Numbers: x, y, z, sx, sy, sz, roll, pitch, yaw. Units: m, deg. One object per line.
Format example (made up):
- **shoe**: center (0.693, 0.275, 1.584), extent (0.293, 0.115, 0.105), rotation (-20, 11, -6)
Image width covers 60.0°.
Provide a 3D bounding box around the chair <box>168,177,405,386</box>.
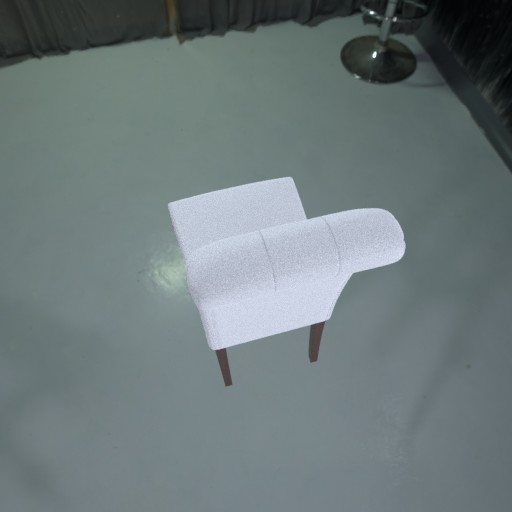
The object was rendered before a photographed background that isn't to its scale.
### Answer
- **chair**: center (0.000, 0.000, 1.350), extent (0.456, 1.006, 0.671), rotation (-14, 60, -8)
